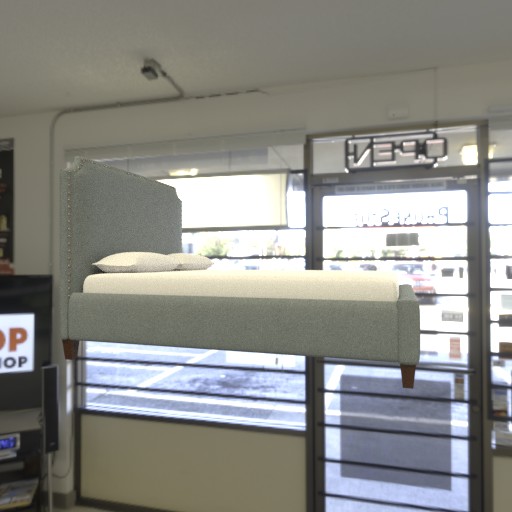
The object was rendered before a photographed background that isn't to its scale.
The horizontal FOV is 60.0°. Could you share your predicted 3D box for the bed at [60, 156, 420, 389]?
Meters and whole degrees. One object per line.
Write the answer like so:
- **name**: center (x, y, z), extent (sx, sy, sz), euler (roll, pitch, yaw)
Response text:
- **bed**: center (0.000, 0.000, 3.506), extent (2.372, 1.443, 1.712), euler (0, 0, 18)
